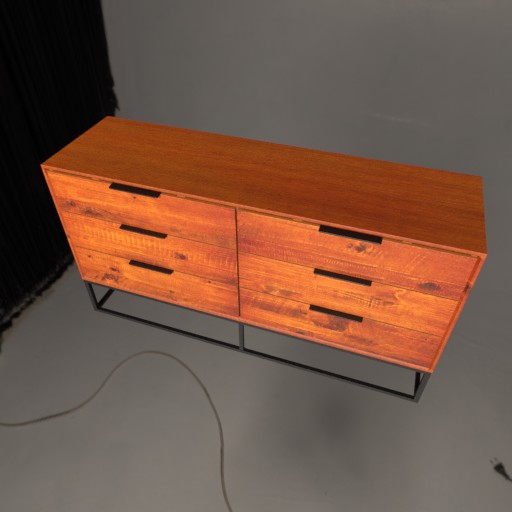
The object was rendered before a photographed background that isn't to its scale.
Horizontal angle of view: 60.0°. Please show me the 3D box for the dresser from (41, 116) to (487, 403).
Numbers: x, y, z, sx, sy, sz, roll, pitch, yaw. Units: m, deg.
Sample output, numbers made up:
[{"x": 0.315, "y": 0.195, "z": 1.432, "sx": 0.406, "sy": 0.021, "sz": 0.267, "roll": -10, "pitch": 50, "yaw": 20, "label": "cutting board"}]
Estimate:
[{"x": 0.000, "y": 0.000, "z": 1.863, "sx": 1.536, "sy": 0.810, "sz": 0.464, "roll": 13, "pitch": 43, "yaw": 14, "label": "dresser"}]
